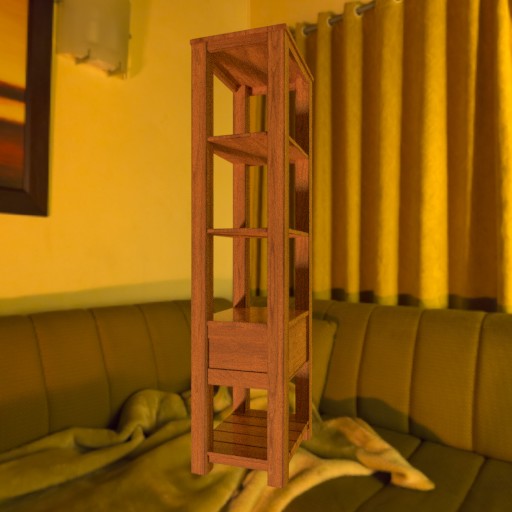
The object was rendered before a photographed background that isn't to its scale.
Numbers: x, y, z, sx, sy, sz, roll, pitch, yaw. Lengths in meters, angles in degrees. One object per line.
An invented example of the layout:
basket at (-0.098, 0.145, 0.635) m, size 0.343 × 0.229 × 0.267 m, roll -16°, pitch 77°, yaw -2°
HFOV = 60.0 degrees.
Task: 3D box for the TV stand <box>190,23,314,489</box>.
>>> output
TV stand at (0.000, 0.000, 2.068) m, size 0.435 × 1.828 × 0.565 m, roll 0°, pitch 0°, yaw 18°
